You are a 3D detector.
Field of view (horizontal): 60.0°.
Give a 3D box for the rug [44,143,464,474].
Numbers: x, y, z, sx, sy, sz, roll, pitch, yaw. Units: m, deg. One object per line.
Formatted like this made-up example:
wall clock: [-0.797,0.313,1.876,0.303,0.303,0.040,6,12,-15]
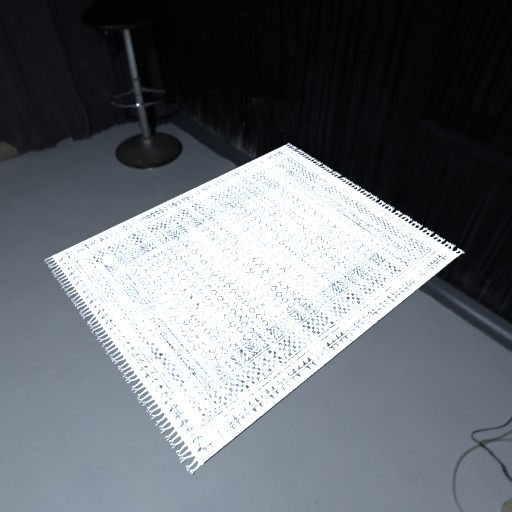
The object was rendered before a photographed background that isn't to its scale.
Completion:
rug: [0.000,0.000,3.905,2.940,0.013,2.312,-31,54,-26]
